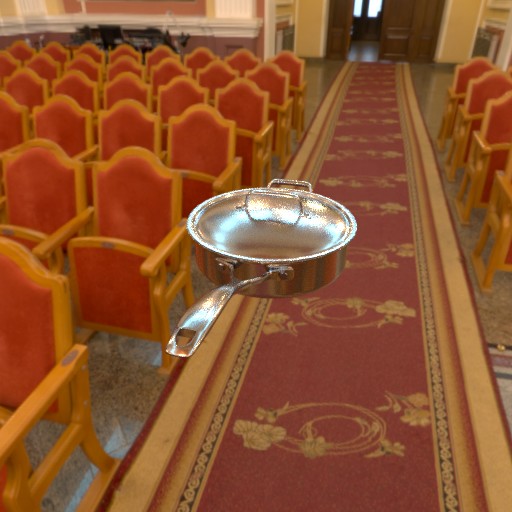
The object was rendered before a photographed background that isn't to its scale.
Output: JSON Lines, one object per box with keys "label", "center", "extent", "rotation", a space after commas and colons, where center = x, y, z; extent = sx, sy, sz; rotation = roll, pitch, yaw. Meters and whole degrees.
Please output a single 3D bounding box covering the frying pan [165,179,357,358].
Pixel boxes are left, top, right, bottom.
{"label": "frying pan", "center": [0.000, 0.000, 0.580], "extent": [0.245, 0.111, 0.492], "rotation": [8, 31, 13]}
